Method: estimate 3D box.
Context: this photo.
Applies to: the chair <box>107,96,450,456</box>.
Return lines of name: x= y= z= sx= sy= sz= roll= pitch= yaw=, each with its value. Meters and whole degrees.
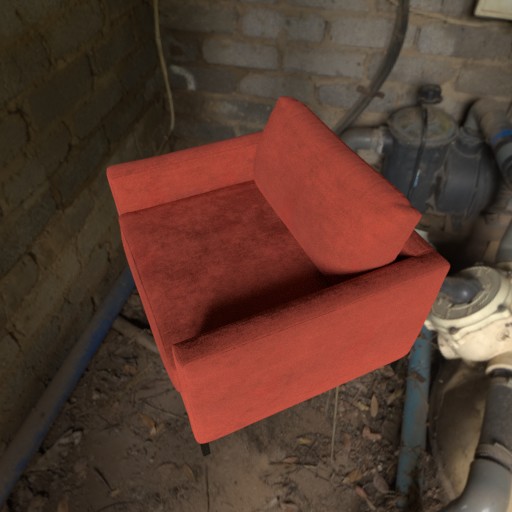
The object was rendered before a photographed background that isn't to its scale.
chair: x=0.000 y=0.000 z=1.643 sx=0.875 sy=0.812 sz=0.964 roll=-18 pitch=49 yaw=-17
